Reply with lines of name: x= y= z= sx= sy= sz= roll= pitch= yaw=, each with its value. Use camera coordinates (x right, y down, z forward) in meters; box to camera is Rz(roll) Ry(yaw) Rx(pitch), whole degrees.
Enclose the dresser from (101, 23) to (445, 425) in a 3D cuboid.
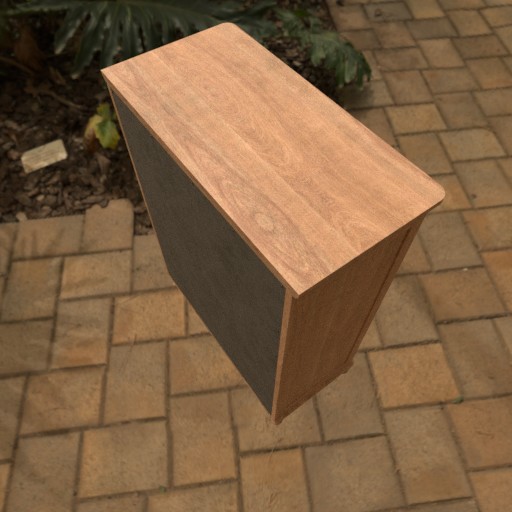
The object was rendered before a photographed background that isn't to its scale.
dresser: x=0.000 y=0.000 z=1.779 sx=0.484 sy=1.318 sz=0.973 roll=-31 pitch=62 yaw=-19
